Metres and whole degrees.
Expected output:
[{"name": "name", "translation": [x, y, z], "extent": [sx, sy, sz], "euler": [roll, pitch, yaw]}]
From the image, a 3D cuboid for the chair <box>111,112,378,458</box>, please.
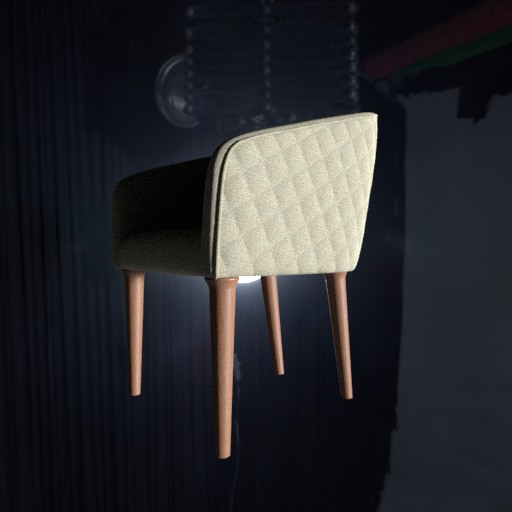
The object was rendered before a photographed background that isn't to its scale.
[{"name": "chair", "translation": [0.000, 0.000, 1.209], "extent": [0.616, 0.775, 0.584], "euler": [-1, 1, -36]}]
